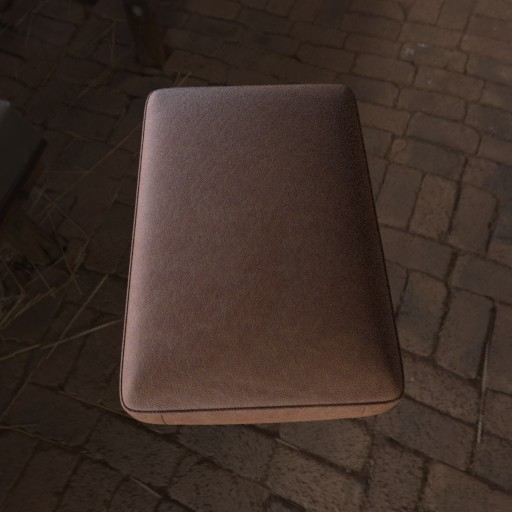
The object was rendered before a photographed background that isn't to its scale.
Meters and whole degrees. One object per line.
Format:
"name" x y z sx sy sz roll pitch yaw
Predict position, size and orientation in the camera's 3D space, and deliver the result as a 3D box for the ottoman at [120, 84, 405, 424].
"ottoman" 0.000 0.000 1.197 0.584 0.483 0.864 -2 65 -1
